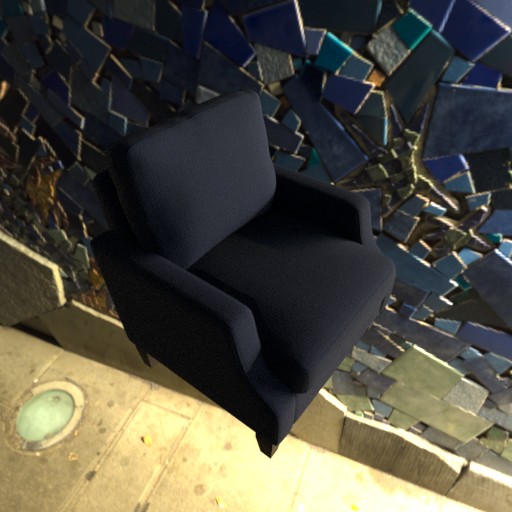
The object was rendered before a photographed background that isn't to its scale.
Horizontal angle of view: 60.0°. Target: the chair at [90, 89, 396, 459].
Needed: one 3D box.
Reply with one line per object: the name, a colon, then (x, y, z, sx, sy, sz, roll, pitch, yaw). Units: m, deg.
chair: (0.000, 0.000, 1.677, 0.897, 0.991, 0.855, 27, 47, 28)
